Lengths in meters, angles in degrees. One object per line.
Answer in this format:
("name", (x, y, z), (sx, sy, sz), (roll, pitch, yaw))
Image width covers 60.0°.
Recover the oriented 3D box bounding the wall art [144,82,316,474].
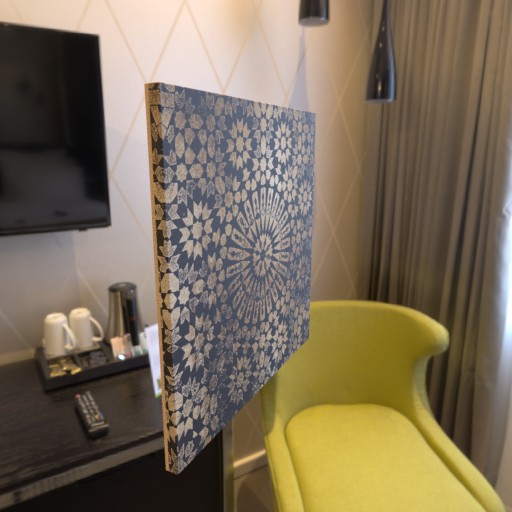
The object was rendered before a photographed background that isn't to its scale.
("wall art", (0.000, 0.000, 1.389), (0.038, 0.914, 0.914), (7, 15, 26))
